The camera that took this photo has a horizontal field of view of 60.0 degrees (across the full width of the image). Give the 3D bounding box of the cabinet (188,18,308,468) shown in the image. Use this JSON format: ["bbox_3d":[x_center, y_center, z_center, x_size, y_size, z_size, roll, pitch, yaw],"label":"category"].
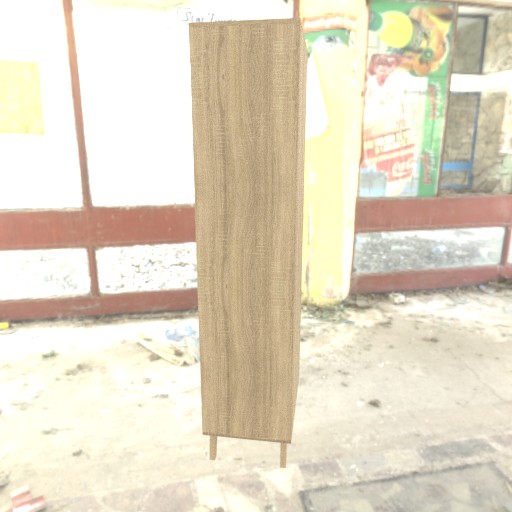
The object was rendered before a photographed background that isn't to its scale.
[{"bbox_3d":[0.000,0.000,2.055,0.400,1.850,0.570,2,14,9],"label":"cabinet"}]
